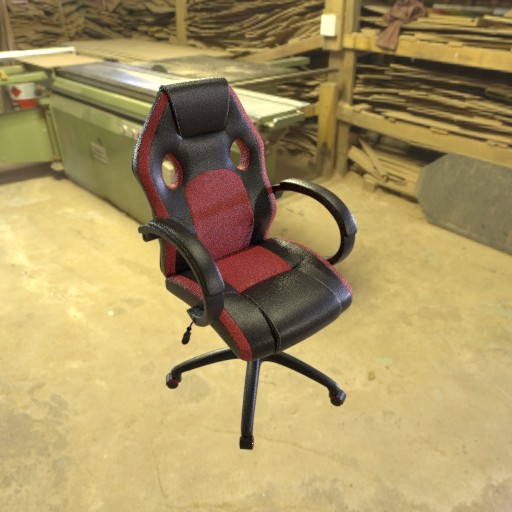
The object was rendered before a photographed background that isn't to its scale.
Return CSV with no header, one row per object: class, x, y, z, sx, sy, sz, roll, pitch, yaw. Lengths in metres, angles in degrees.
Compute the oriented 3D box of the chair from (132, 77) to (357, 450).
chair,0.000,0.000,1.697,0.750,1.189,0.783,-22,37,-32
